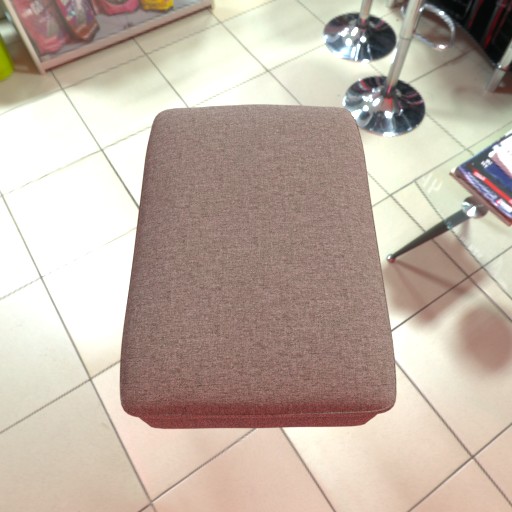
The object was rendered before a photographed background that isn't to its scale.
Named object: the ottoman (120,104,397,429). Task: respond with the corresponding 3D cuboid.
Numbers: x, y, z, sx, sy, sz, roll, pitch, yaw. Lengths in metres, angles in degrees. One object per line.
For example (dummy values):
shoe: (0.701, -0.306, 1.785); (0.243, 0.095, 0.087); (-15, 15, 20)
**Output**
ottoman: (0.000, 0.000, 1.372); (0.694, 0.451, 0.977); (-1, 63, 0)
